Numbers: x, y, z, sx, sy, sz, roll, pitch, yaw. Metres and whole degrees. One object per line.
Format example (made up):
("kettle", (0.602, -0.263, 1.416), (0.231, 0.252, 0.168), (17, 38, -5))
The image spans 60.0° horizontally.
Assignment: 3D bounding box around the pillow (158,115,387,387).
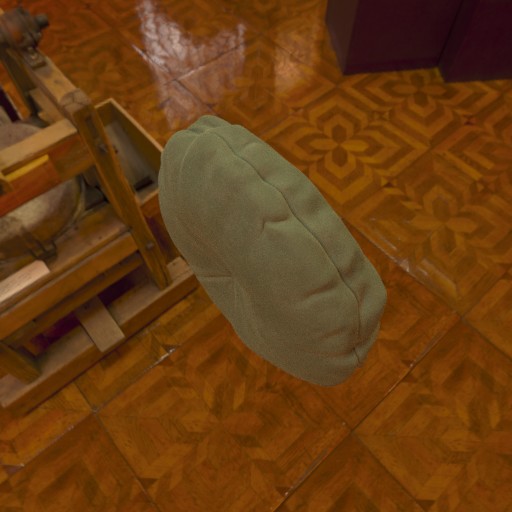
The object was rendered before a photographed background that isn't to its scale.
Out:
("pillow", (0.000, 0.000, 0.655), (0.148, 0.407, 0.428), (-35, 65, -19))
